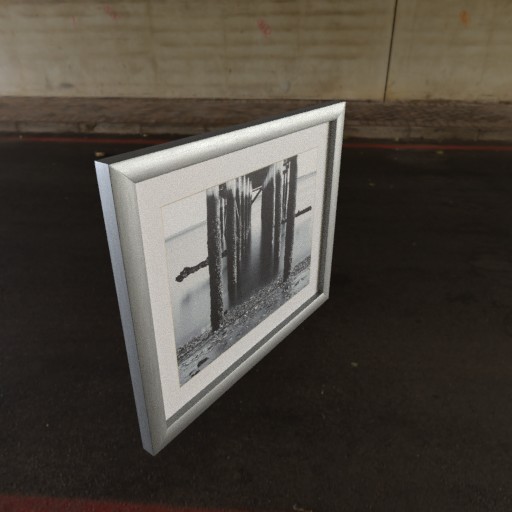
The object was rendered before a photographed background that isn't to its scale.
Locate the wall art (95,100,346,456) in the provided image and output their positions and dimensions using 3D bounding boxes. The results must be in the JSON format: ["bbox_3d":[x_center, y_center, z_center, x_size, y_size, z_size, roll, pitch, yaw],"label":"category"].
[{"bbox_3d":[0.000,0.000,0.780,0.028,0.457,0.556,19,33,32],"label":"wall art"}]
